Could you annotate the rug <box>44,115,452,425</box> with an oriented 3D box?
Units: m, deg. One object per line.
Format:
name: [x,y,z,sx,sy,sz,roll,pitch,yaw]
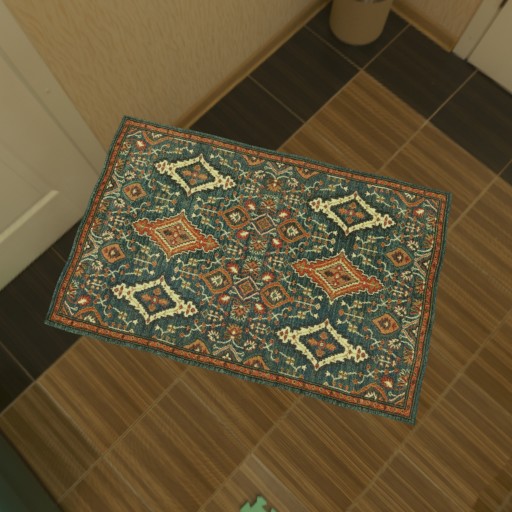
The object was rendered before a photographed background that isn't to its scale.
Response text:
rug: [0.000,0.000,4.100,3.371,0.008,2.190,14,76,4]
